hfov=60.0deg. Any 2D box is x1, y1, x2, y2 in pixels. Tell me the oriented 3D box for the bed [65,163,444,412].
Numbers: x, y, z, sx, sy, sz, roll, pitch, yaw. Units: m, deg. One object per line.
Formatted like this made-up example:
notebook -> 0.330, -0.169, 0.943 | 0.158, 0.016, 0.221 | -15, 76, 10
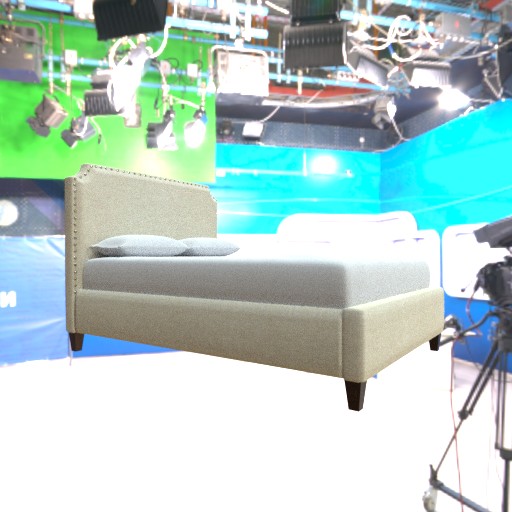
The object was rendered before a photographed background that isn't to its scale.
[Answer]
bed -> 0.000, 0.000, 3.408 | 2.381, 1.457, 1.713 | 0, 0, 35
